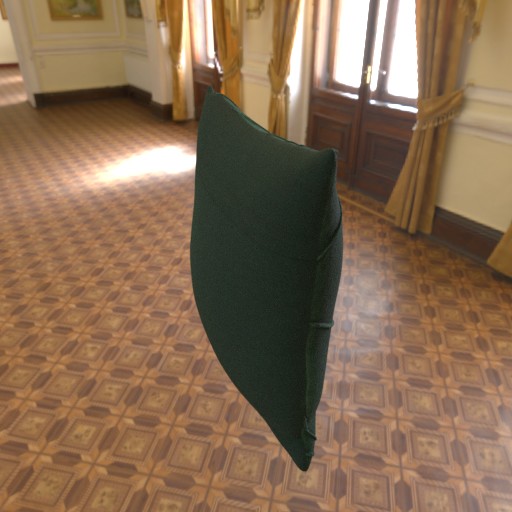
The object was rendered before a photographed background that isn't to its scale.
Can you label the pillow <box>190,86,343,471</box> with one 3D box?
[{"bbox_3d":[0.000,0.000,0.673,0.184,0.440,0.439,-10,31,-18],"label":"pillow"}]
